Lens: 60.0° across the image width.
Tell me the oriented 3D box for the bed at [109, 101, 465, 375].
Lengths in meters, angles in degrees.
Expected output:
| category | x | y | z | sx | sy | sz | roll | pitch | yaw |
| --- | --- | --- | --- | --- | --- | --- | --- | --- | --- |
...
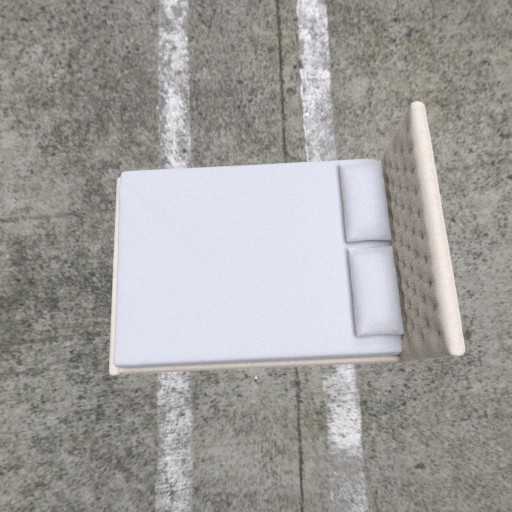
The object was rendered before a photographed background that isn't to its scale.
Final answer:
| category | x | y | z | sx | sy | sz | roll | pitch | yaw |
| --- | --- | --- | --- | --- | --- | --- | --- | --- | --- |
| bed | 0.000 | 0.000 | 3.426 | 2.387 | 1.427 | 1.698 | -2 | 75 | -1 |
